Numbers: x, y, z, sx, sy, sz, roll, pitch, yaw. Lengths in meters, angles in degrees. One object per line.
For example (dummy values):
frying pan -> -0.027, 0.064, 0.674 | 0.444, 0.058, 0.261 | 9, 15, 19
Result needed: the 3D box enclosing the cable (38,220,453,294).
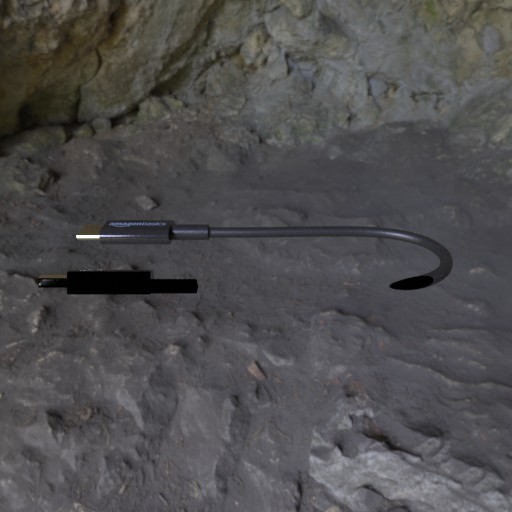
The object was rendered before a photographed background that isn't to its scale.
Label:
cable -> 0.000, 0.000, 0.112 | 0.098, 0.005, 0.041 | 0, 27, 0
